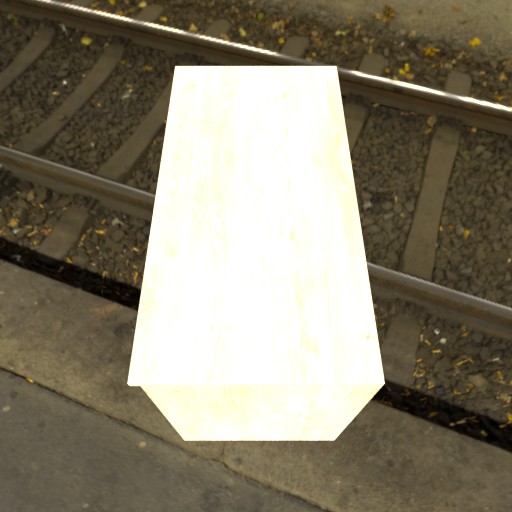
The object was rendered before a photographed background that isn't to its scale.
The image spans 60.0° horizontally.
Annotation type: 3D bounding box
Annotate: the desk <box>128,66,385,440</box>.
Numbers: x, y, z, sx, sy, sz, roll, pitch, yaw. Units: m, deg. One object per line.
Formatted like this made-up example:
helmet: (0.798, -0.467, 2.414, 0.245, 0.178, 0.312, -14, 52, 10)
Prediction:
desk: (0.000, 0.000, 1.562, 0.560, 0.730, 1.100, 0, 58, 0)
